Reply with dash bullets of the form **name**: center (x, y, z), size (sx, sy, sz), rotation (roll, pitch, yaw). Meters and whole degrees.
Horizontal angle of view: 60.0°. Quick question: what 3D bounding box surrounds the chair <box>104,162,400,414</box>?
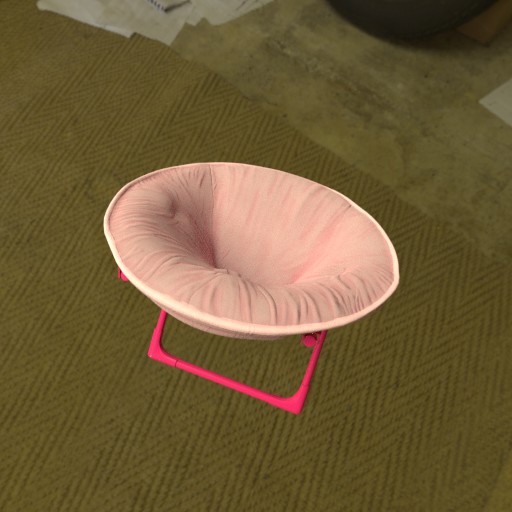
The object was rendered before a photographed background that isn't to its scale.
- **chair**: center (0.000, 0.000, 0.897), size (0.522, 0.494, 0.459), rotation (18, 65, 9)
